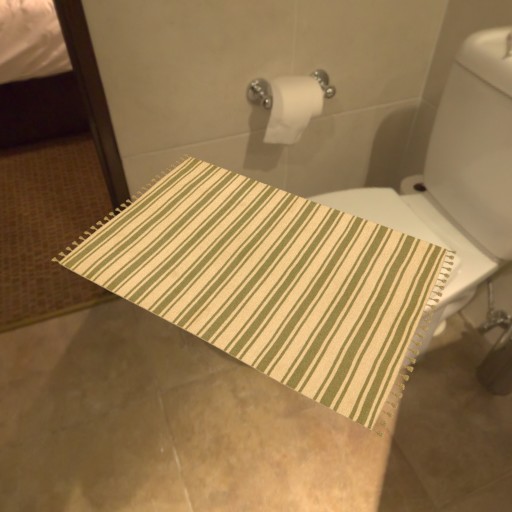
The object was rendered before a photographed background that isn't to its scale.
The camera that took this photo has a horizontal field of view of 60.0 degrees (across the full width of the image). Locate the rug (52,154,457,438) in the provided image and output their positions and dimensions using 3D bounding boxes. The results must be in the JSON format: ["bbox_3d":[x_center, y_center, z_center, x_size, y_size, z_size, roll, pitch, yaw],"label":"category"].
[{"bbox_3d":[0.000,0.000,3.119,2.435,0.018,1.540,23,50,21],"label":"rug"}]
